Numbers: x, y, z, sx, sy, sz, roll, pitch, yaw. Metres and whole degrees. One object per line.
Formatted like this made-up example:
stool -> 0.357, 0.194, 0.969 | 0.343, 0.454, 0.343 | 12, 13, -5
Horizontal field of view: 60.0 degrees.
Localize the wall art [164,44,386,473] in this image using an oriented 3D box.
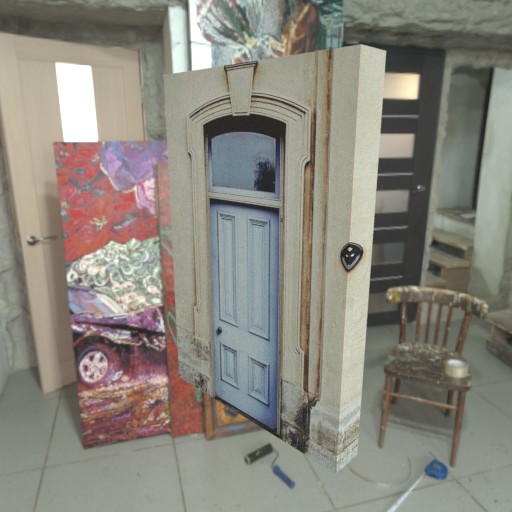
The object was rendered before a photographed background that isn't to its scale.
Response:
wall art -> 0.000, 0.000, 0.477 | 0.254, 0.381, 0.038 | 14, 21, 42
